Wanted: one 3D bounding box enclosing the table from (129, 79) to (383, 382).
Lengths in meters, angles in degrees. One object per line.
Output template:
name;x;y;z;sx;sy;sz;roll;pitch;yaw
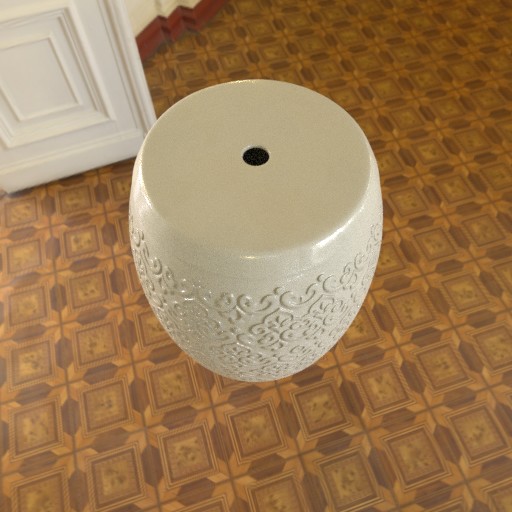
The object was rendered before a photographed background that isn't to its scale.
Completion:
table;0.000;0.000;0.607;0.309;0.397;0.309;0;60;0
